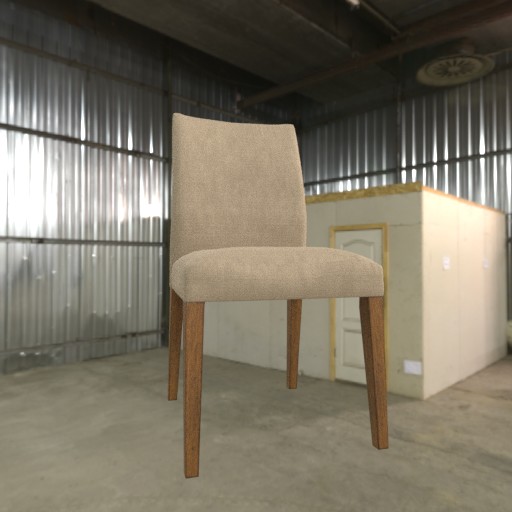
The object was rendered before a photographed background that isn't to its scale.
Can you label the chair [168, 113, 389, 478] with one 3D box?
[{"bbox_3d":[0.000,0.000,1.289,0.496,0.940,0.585,0,0,-17],"label":"chair"}]
